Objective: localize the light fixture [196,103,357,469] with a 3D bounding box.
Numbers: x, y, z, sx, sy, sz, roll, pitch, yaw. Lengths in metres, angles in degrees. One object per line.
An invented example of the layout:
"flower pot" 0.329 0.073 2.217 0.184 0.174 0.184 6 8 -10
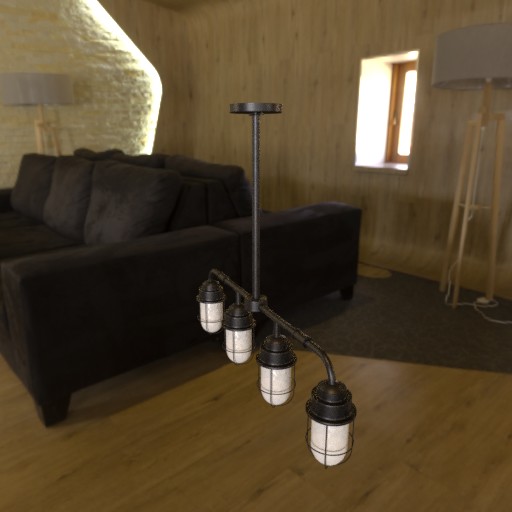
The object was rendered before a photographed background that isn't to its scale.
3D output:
"light fixture" 0.000 0.000 1.212 0.131 0.785 0.852 -7 17 -25
